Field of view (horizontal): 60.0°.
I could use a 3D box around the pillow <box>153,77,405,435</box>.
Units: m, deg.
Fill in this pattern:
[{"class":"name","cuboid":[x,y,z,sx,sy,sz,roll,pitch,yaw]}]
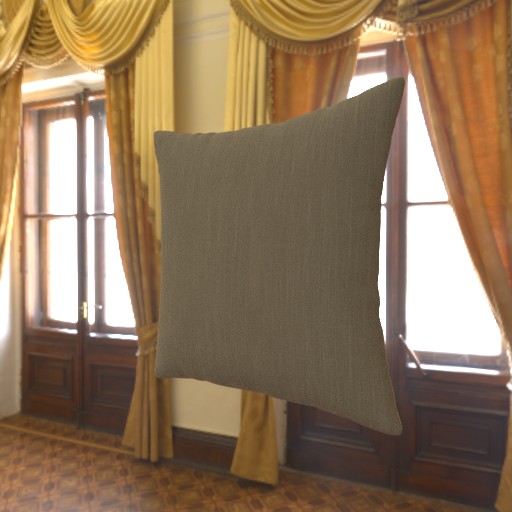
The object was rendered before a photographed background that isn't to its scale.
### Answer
[{"class":"pillow","cuboid":[0.000,0.000,0.772,0.511,0.509,0.161,1,1,35]}]
